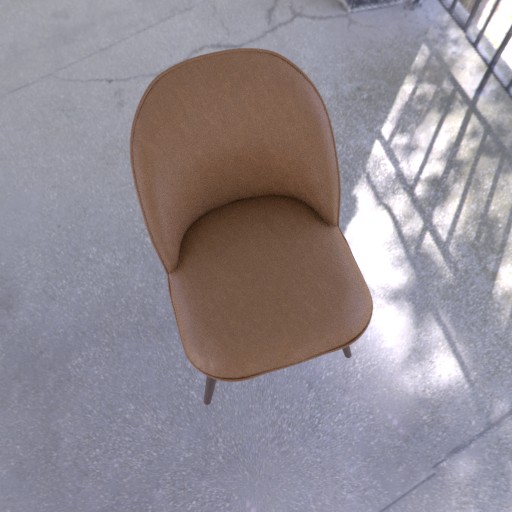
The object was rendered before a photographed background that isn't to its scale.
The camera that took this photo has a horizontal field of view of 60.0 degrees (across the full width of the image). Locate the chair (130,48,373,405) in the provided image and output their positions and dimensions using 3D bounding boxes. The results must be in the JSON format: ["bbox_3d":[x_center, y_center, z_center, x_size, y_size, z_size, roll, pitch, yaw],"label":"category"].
[{"bbox_3d":[0.000,0.000,1.217,0.521,0.831,0.631,-16,64,-8],"label":"chair"}]
